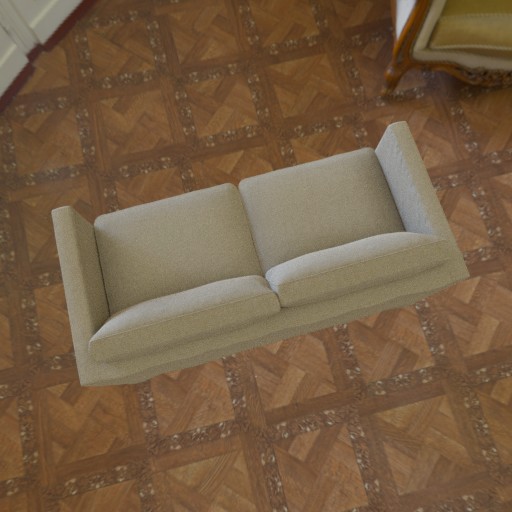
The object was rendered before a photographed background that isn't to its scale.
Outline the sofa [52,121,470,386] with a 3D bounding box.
[{"bbox_3d":[0.000,0.000,2.516,1.987,0.847,0.956,-15,75,-4],"label":"sofa"}]
